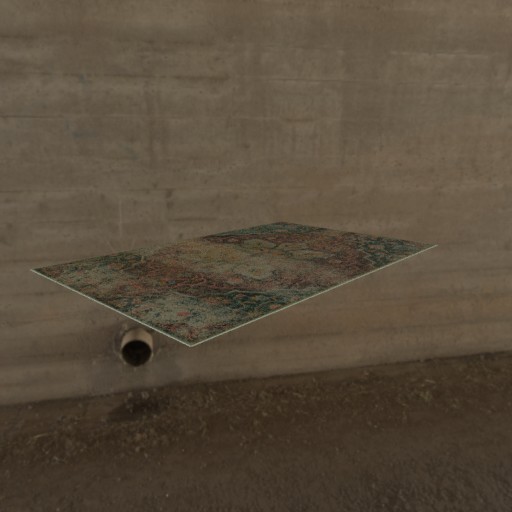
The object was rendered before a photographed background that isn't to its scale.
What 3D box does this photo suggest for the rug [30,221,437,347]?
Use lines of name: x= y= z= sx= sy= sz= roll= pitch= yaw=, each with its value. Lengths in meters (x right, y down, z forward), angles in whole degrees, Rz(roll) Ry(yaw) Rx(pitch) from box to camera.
rug: x=0.000 y=0.000 z=2.979 sx=1.566 sy=0.004 sz=2.363 roll=13 pitch=19 yaw=42
